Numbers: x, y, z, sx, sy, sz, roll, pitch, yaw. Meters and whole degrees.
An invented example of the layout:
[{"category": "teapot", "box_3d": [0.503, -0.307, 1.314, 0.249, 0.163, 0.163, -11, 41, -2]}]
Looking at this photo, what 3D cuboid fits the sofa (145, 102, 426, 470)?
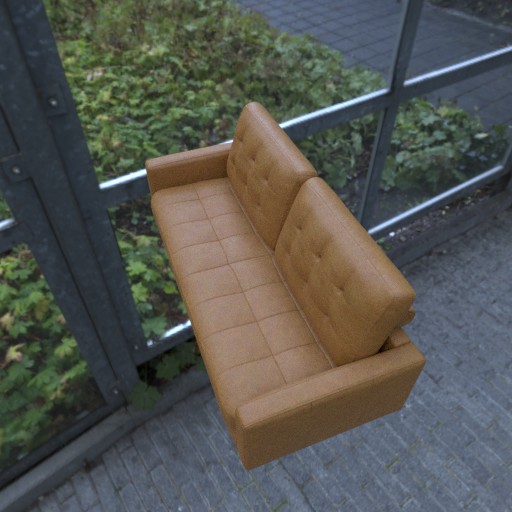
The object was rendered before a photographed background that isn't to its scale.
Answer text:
[{"category": "sofa", "box_3d": [0.000, 0.000, 2.323, 0.850, 0.898, 1.821, -15, 48, -14]}]
